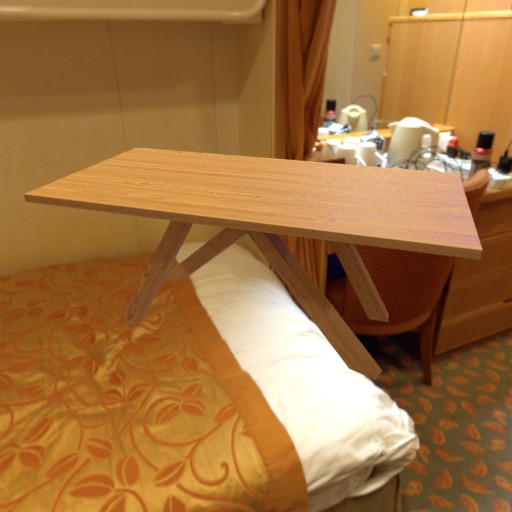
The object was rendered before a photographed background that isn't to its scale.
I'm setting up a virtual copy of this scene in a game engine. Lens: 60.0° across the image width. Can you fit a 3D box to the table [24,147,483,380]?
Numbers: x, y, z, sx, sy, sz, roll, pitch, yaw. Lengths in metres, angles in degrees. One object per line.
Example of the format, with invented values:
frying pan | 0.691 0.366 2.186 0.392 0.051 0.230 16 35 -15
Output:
table | 0.000 0.000 2.201 1.797 0.750 0.901 8 28 16
